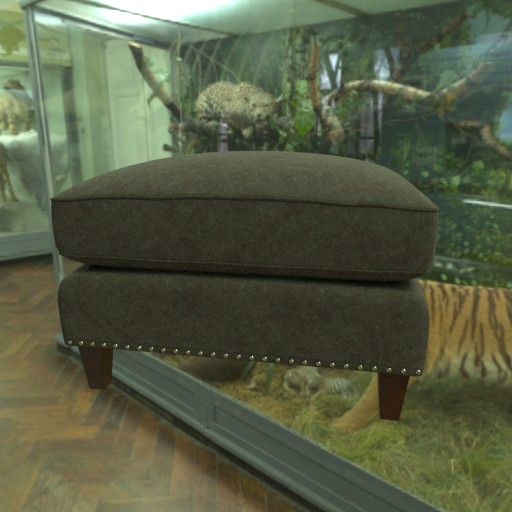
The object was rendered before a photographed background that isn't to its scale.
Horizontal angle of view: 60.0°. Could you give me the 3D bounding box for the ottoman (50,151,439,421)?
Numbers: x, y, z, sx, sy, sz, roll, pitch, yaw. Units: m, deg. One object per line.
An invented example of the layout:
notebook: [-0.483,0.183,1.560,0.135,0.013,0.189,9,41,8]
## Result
ottoman: [0.000,0.000,1.116,0.741,0.513,0.584,3,16,10]
